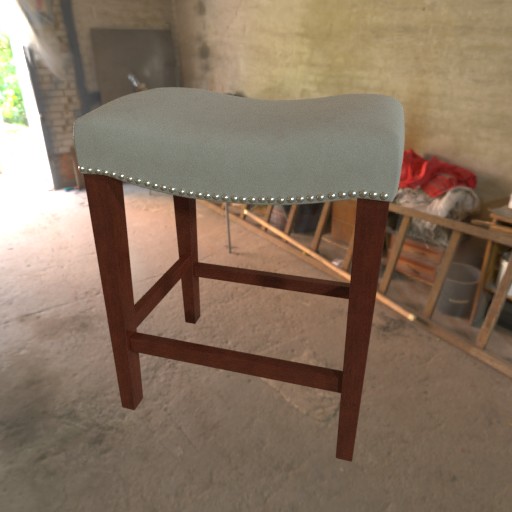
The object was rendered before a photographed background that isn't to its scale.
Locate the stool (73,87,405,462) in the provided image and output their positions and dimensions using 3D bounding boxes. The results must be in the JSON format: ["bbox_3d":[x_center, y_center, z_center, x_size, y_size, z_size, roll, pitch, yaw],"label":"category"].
[{"bbox_3d":[0.000,0.000,0.914,0.509,0.632,0.375,7,28,14],"label":"stool"}]
